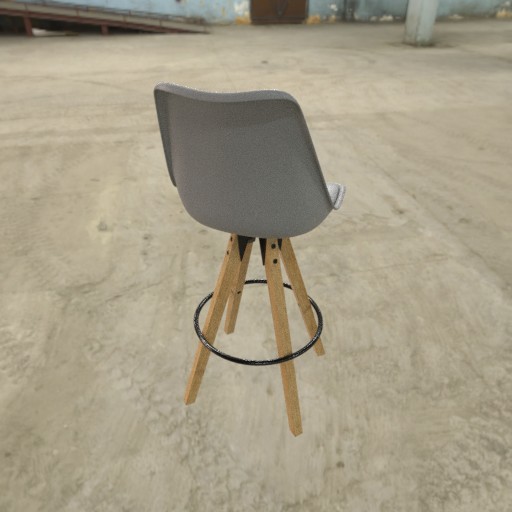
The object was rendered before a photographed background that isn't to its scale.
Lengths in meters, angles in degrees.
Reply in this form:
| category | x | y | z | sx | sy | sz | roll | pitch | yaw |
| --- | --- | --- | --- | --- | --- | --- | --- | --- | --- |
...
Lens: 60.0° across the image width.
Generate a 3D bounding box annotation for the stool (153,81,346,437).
| category | x | y | z | sx | sy | sz | roll | pitch | yaw |
| --- | --- | --- | --- | --- | --- | --- | --- | --- | --- |
| stool | 0.000 | 0.000 | 1.395 | 0.485 | 1.115 | 0.550 | 10 | 34 | 16 |
